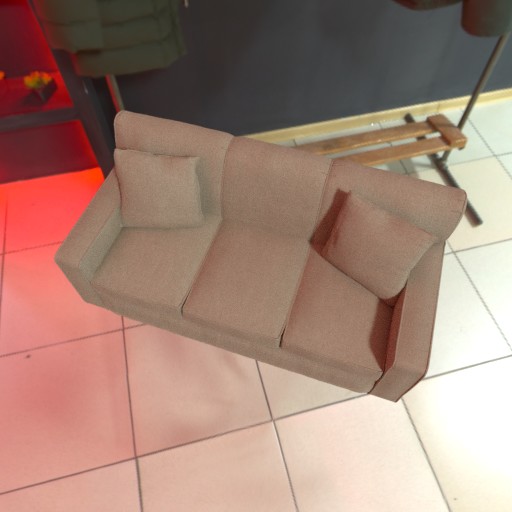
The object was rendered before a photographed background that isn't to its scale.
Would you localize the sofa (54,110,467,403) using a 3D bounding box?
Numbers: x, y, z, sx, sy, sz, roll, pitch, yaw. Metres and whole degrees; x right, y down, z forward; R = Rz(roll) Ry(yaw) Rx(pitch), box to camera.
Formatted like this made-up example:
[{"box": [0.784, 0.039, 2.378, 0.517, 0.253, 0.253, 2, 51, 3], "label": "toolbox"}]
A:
[{"box": [0.000, 0.000, 2.588, 2.024, 0.958, 0.997, 16, 59, 10], "label": "sofa"}]
